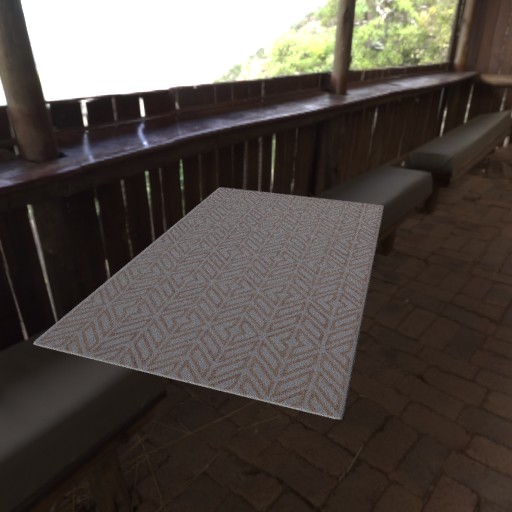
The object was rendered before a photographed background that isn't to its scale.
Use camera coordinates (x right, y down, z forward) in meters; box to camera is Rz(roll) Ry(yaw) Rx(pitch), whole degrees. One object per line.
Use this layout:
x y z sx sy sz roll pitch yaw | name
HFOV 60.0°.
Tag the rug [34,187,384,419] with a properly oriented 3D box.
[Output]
0.000 0.000 2.994 1.523 0.008 2.438 9 29 16 | rug
